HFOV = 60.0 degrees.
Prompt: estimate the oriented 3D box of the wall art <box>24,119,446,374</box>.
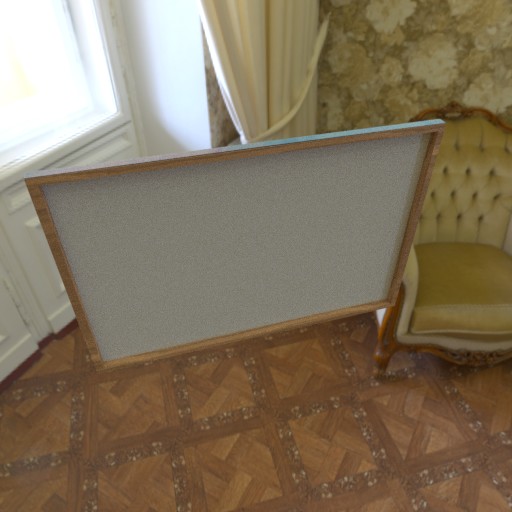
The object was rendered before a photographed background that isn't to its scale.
[{"bbox_3d":[0.000,0.000,1.408,1.137,0.756,0.034,-11,41,-13],"label":"wall art"}]
